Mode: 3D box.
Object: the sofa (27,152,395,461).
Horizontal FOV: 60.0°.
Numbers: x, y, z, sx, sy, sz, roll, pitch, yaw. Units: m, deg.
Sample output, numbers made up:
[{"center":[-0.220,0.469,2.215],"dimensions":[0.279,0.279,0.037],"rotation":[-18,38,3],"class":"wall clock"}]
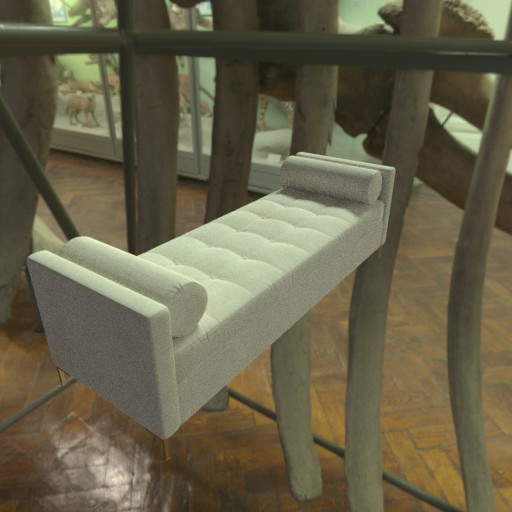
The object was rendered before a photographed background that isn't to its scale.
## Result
[{"center":[0.000,0.000,2.308],"dimensions":[0.686,0.635,1.981],"rotation":[18,32,32],"class":"sofa"}]
